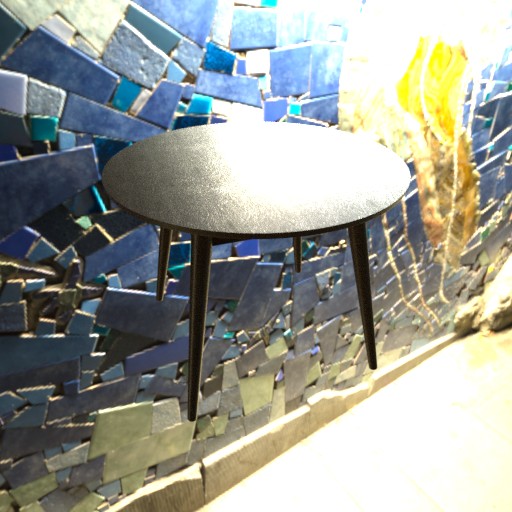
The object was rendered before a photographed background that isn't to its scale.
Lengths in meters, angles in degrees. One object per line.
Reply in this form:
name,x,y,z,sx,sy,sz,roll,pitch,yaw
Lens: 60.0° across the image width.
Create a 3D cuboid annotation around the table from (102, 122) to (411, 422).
table,0.000,0.000,1.780,1.053,0.786,1.053,0,32,0
